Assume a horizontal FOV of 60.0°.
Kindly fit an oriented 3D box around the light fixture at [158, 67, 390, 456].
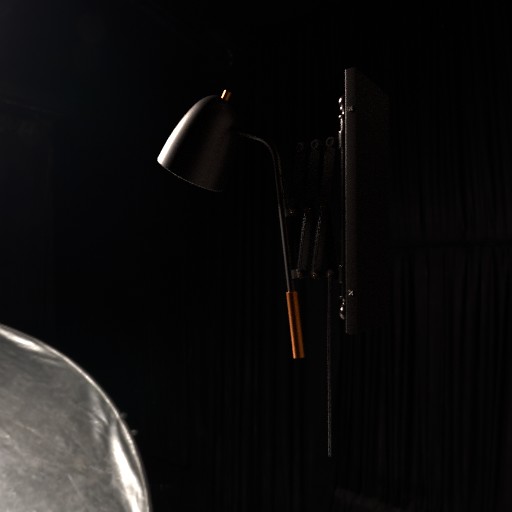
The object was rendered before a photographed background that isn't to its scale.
[{"bbox_3d":[0.000,0.000,0.904,0.499,0.715,0.162,-1,-1,36],"label":"light fixture"}]
